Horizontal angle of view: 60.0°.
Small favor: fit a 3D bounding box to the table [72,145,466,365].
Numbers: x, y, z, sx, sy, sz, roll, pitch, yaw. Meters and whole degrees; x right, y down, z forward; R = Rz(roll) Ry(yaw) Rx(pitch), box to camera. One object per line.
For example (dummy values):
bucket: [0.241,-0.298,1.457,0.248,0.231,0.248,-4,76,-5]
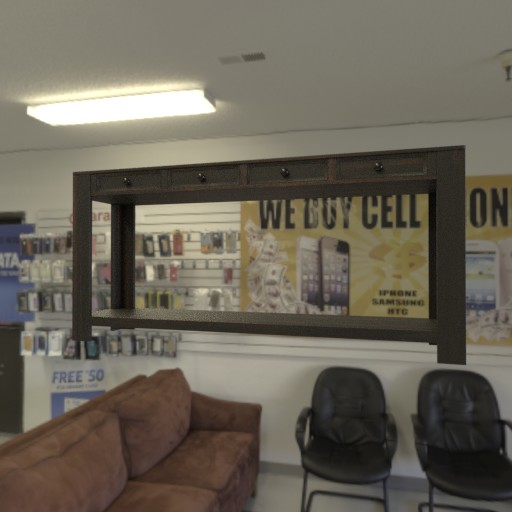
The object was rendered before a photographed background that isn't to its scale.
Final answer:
table: [0.000,0.000,1.943,1.631,0.762,0.384,0,-1,17]
